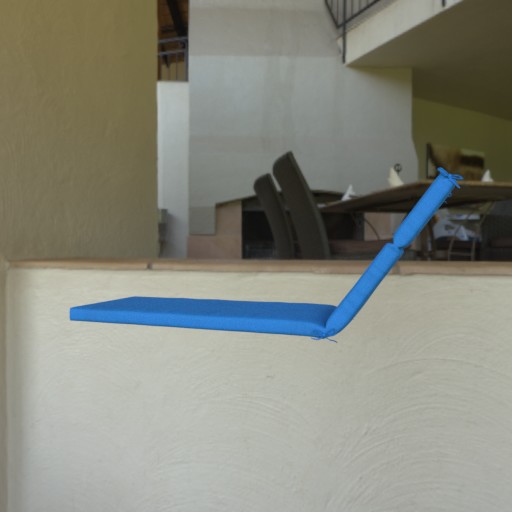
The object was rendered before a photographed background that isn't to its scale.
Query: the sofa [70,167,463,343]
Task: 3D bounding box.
[{"bbox_3d":[0.000,0.000,2.009,1.663,0.622,0.582,0,1,19],"label":"sofa"}]
